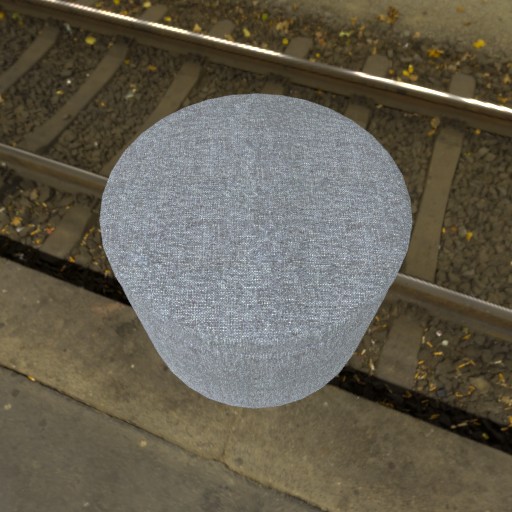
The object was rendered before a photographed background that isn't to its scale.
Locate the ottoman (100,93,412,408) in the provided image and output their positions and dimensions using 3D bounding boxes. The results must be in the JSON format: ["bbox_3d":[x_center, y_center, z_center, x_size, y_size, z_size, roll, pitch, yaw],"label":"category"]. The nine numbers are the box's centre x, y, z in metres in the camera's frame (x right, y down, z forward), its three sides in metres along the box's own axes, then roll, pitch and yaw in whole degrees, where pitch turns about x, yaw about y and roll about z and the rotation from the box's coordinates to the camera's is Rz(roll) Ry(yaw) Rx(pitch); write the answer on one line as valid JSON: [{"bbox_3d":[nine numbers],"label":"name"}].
[{"bbox_3d":[0.000,0.000,0.873,0.500,0.419,0.500,0,58,0],"label":"ottoman"}]
